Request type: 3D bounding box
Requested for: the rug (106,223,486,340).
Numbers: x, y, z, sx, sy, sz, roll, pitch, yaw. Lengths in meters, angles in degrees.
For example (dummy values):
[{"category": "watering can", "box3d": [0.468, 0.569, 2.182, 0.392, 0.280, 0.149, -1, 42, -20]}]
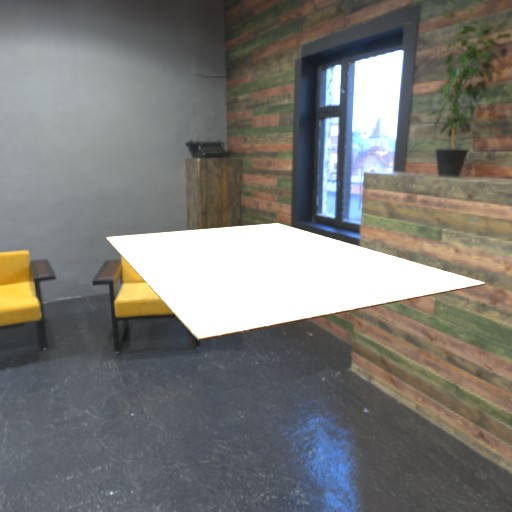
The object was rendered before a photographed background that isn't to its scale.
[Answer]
[{"category": "rug", "box3d": [0.000, 0.000, 2.821, 1.524, 0.010, 2.134, -7, 15, -26]}]
